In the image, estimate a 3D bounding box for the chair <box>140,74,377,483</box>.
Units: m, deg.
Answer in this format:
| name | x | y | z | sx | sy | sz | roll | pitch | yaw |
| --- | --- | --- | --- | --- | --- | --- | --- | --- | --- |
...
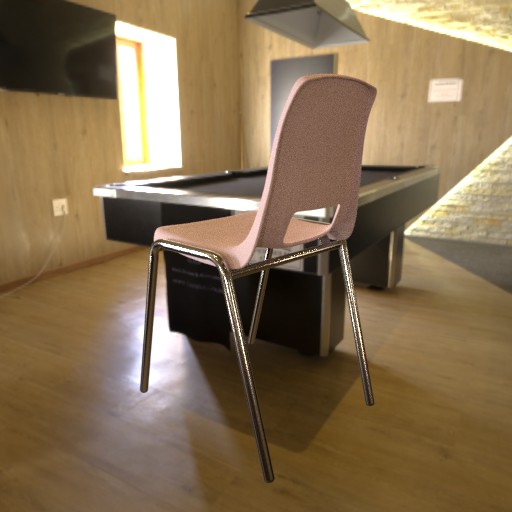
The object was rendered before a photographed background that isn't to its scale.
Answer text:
| name | x | y | z | sx | sy | sz | roll | pitch | yaw |
| --- | --- | --- | --- | --- | --- | --- | --- | --- | --- |
| chair | 0.000 | 0.000 | 0.970 | 0.381 | 0.704 | 0.436 | -15 | 21 | -42 |
